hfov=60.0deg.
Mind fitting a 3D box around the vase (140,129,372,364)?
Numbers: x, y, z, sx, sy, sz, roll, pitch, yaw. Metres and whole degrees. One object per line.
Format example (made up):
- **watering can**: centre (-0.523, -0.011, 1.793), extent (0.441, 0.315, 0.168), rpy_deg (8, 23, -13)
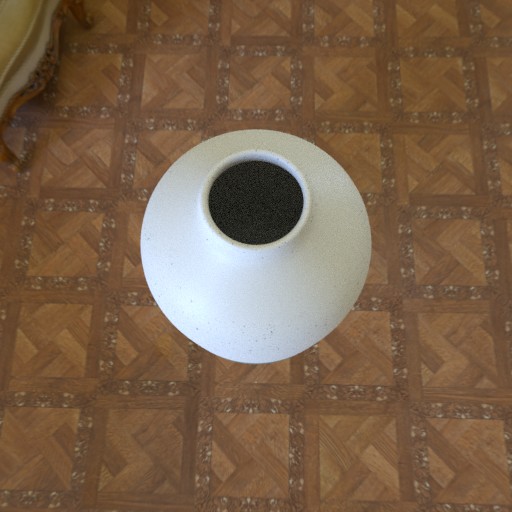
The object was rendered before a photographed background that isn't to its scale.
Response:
- **vase**: centre (0.000, 0.000, 0.365), extent (0.169, 0.240, 0.169), rpy_deg (0, 74, 0)
